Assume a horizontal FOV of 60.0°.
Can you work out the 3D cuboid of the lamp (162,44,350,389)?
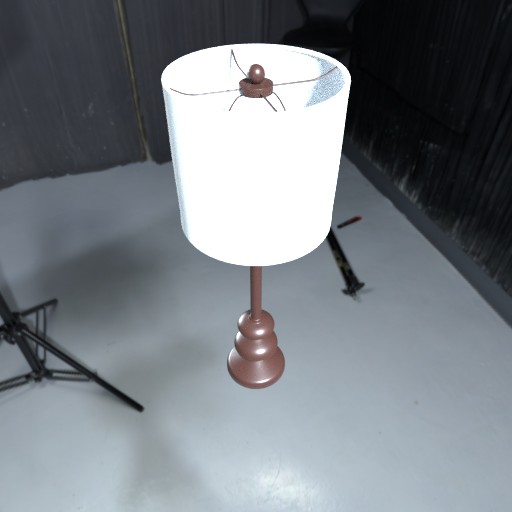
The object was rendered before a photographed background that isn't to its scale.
[{"bbox_3d":[0.000,0.000,0.823,0.254,0.690,0.254,-12,43,-13],"label":"lamp"}]
